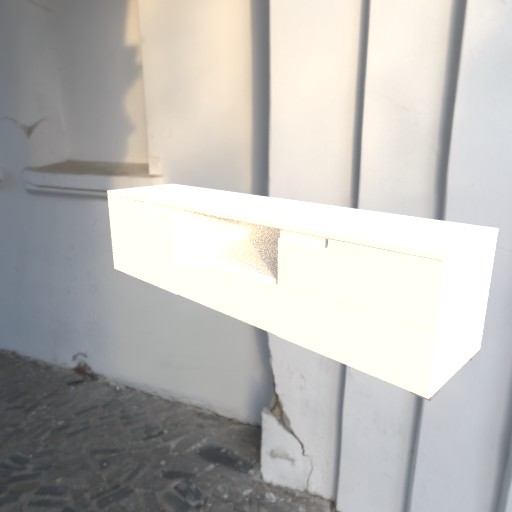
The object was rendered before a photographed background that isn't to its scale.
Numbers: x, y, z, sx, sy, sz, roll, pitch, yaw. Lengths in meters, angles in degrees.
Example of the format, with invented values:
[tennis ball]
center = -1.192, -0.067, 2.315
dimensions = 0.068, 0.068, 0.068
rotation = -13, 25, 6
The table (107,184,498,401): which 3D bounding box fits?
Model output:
[table]
center = 0.000, 0.000, 1.806
dimensions = 1.650, 0.420, 0.390
rotation = 15, 22, 42
